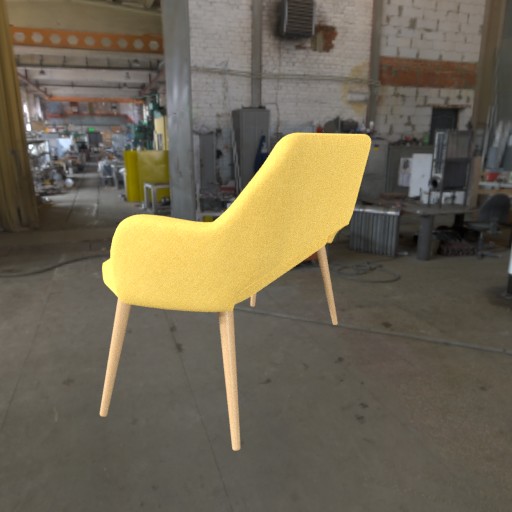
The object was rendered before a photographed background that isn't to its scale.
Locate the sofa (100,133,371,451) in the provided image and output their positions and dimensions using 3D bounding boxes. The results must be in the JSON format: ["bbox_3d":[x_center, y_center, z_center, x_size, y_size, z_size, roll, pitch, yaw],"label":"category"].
[{"bbox_3d":[0.000,0.000,1.582,0.610,0.840,1.150,7,17,25],"label":"sofa"}]
